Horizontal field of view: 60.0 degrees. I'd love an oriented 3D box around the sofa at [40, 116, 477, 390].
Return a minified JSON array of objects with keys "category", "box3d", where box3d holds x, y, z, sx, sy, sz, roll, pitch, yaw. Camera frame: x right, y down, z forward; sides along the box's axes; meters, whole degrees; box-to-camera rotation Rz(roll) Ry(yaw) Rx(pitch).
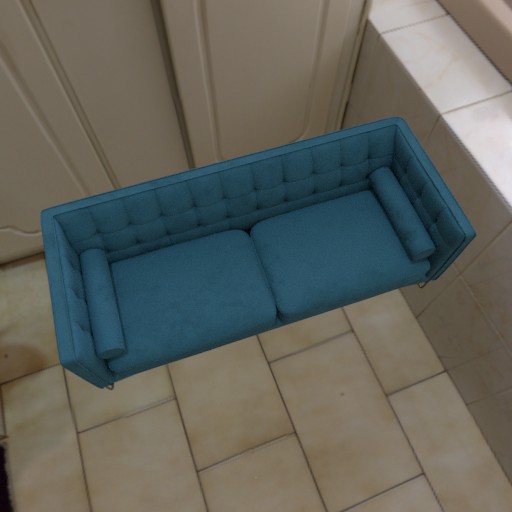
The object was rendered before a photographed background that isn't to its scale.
[{"category":"sofa","box3d":[0.000,0.000,2.570,2.087,0.789,0.867,-17,65,-8]}]
